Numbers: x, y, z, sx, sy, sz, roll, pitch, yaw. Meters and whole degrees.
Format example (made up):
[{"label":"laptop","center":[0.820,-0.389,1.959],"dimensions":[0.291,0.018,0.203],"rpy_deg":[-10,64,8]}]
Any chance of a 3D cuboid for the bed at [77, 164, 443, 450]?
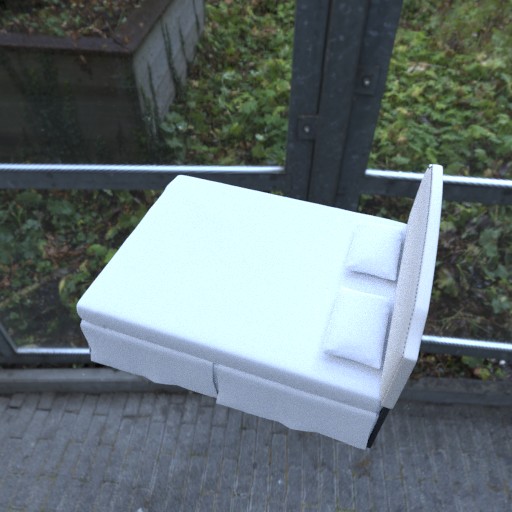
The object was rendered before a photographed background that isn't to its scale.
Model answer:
[{"label":"bed","center":[0.000,0.000,2.939],"dimensions":[1.999,1.270,1.558],"rpy_deg":[14,48,13]}]
